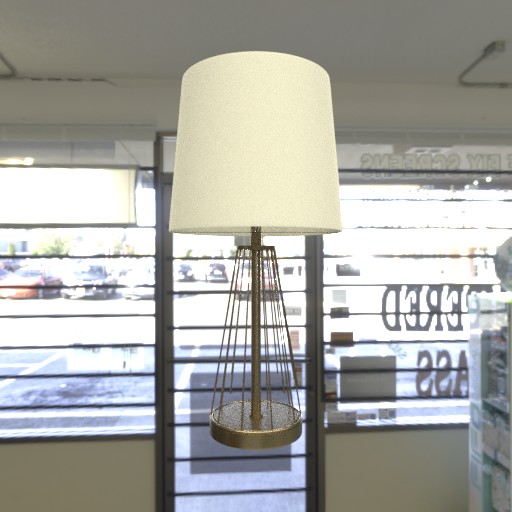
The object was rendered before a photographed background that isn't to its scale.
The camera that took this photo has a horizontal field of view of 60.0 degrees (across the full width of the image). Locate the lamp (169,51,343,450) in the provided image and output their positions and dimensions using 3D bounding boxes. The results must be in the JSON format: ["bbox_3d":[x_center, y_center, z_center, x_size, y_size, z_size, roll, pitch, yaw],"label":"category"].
[{"bbox_3d":[0.000,0.000,0.785,0.303,0.618,0.303,0,0,0],"label":"lamp"}]
